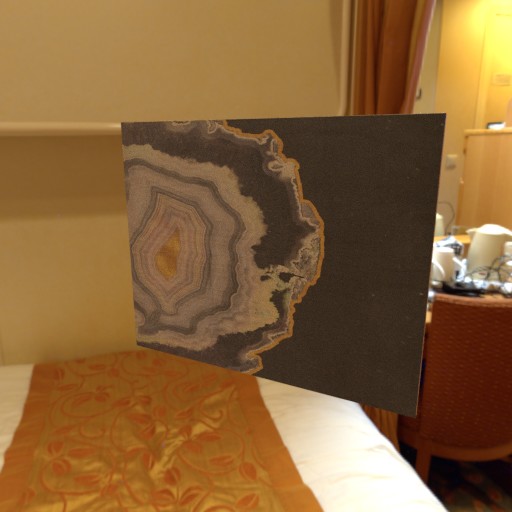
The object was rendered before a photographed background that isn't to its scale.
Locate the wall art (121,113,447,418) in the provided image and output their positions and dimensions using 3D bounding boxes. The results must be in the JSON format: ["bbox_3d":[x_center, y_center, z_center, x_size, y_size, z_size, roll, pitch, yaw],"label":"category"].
[{"bbox_3d":[0.000,0.000,0.688,0.508,0.408,0.010,7,16,26],"label":"wall art"}]
